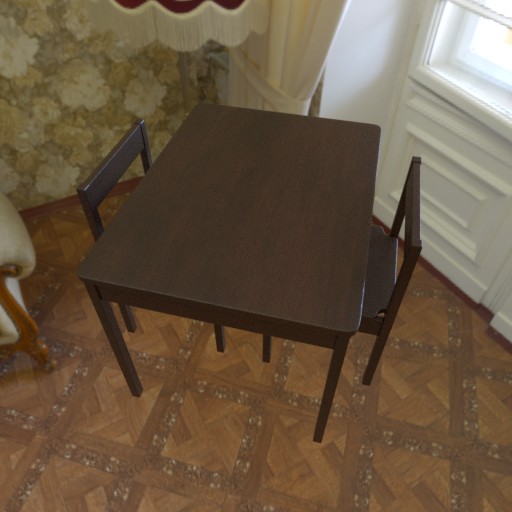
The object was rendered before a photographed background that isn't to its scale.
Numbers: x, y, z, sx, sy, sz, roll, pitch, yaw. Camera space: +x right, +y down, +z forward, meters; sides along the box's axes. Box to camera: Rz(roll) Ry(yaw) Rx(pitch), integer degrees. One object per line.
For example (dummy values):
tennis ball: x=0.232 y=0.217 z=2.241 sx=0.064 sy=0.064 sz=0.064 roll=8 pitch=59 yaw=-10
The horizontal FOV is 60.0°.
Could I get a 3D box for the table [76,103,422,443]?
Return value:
table: x=0.000 y=0.000 z=1.102 sx=0.672 sy=0.503 sz=0.650 roll=10 pitch=47 yaw=10
